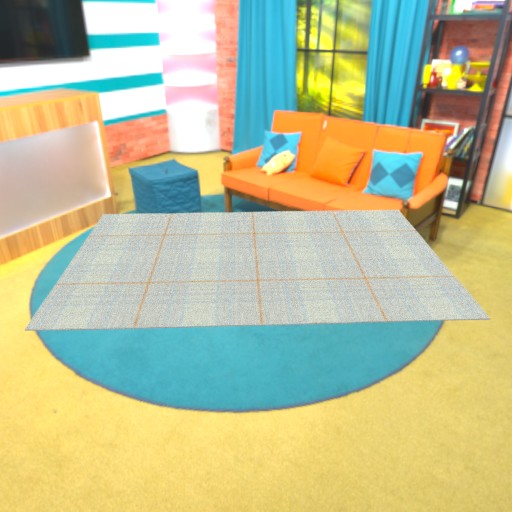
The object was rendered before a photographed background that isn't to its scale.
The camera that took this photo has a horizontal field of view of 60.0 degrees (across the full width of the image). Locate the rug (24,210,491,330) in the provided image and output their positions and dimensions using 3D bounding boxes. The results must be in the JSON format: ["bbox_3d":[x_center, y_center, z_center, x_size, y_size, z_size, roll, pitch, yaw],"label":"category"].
[{"bbox_3d":[0.000,0.000,2.987,2.442,0.016,1.527,-1,28,-2],"label":"rug"}]
